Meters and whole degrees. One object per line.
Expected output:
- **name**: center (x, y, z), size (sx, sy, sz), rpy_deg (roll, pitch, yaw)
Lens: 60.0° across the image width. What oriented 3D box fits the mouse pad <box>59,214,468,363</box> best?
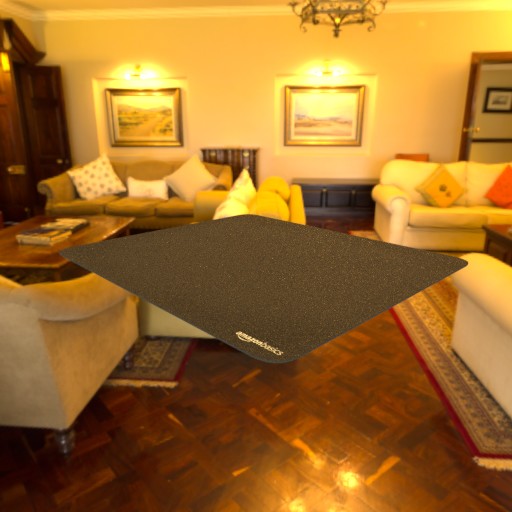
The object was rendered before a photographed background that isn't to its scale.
- **mouse pad**: center (0.000, 0.000, 0.628), size (0.393, 0.002, 0.451), rpy_deg (-16, 23, -42)
